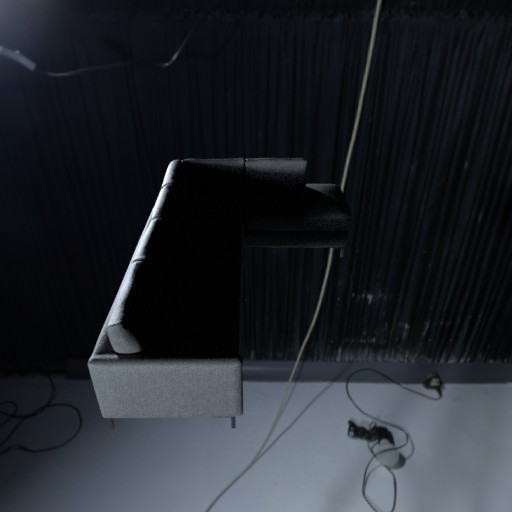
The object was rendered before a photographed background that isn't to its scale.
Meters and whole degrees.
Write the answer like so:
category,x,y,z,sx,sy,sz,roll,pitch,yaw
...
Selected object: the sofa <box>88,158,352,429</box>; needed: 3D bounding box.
category,x,y,z,sx,sy,sz,roll,pitch,yaw
sofa,0.000,0.000,3.901,1.984,0.858,2.972,0,32,-1
